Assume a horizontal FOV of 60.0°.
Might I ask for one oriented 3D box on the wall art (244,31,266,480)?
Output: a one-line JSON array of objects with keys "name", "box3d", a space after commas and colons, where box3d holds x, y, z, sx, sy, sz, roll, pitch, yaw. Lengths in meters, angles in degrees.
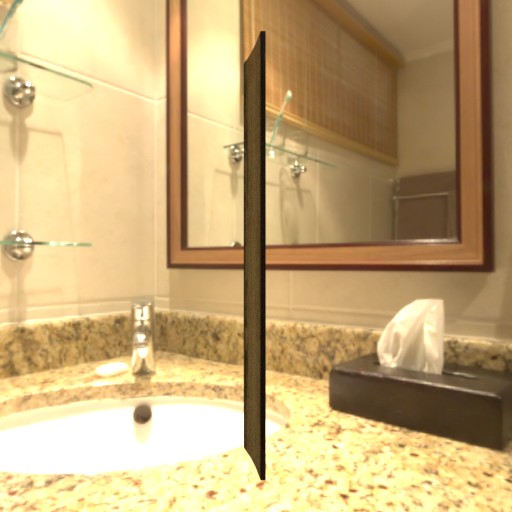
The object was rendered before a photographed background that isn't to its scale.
[{"name": "wall art", "box3d": [0.000, 0.000, 0.641, 0.023, 0.457, 0.381, 0, 0, 1]}]
